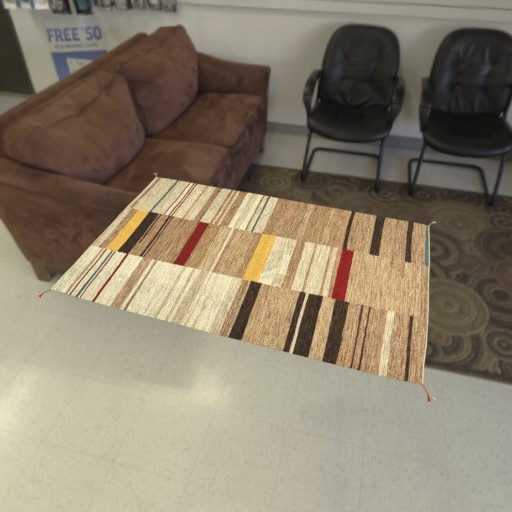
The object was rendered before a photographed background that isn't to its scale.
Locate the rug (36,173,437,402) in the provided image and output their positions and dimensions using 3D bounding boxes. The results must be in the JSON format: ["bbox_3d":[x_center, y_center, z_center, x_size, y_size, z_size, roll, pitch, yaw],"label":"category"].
[{"bbox_3d":[0.000,0.000,2.429,1.918,0.007,1.268,12,43,13],"label":"rug"}]
